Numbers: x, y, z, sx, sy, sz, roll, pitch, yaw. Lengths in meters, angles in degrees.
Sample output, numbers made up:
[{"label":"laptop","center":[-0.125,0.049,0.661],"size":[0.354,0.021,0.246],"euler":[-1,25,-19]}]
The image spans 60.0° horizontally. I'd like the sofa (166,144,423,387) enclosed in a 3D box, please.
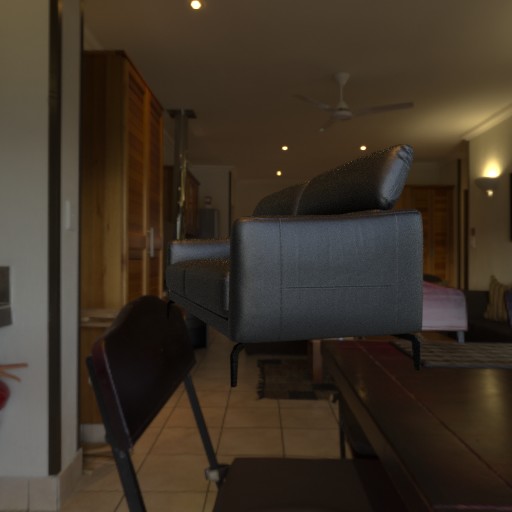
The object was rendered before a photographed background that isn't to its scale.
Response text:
[{"label":"sofa","center":[0.000,0.000,2.621],"size":[0.856,0.957,2.069],"euler":[0,-1,-18]}]
